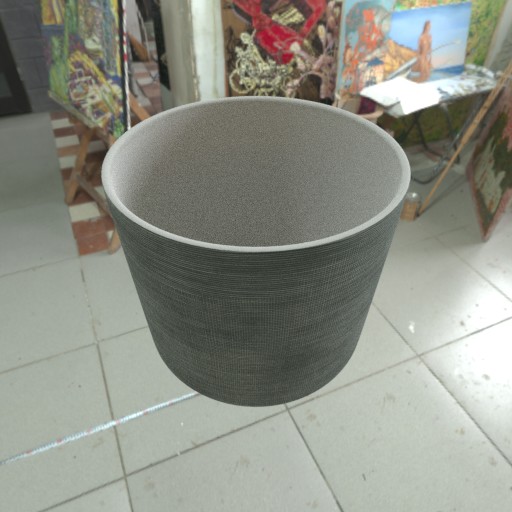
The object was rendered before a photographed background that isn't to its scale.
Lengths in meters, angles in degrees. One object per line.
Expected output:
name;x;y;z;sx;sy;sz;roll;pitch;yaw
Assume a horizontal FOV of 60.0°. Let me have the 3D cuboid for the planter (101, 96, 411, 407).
planter;0.000;0.000;0.781;0.440;0.398;0.440;0;41;0
